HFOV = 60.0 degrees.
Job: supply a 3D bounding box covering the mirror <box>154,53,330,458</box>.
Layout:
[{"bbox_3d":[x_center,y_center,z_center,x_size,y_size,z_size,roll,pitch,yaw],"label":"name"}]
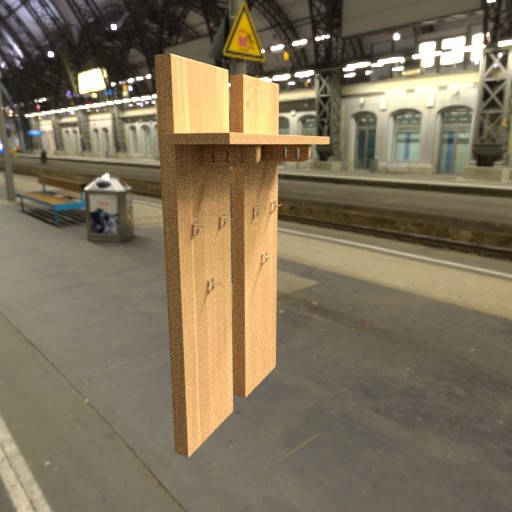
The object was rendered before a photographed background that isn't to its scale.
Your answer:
[{"bbox_3d":[0.000,0.000,1.601,0.260,1.250,0.800,7,16,26],"label":"mirror"}]
